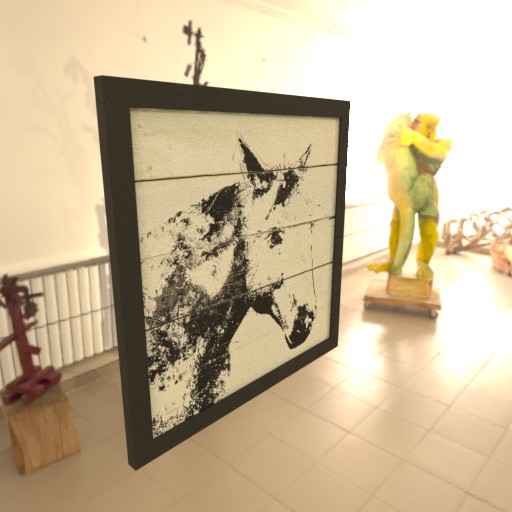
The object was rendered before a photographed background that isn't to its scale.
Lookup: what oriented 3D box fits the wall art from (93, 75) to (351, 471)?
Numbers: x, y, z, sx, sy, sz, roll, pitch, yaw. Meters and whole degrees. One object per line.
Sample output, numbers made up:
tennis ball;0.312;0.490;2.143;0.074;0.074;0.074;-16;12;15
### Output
wall art;0.000;0.000;1.458;0.038;1.016;1.016;14;20;41
